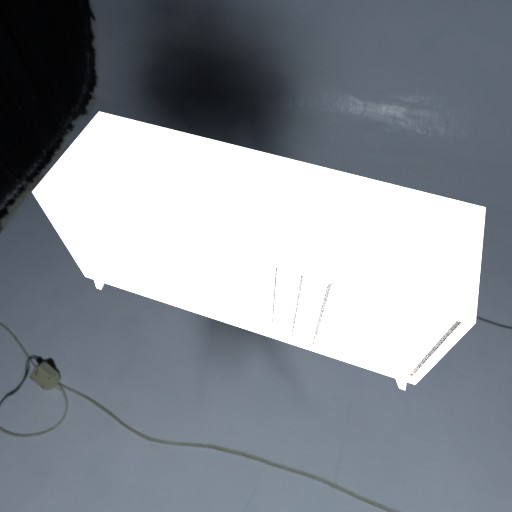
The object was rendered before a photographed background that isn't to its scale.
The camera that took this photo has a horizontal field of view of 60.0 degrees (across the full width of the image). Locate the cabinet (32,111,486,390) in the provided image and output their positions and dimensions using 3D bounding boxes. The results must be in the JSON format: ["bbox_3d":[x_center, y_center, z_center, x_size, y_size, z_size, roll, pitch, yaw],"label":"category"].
[{"bbox_3d":[0.000,0.000,2.008,1.649,0.780,0.500,16,58,11],"label":"cabinet"}]
